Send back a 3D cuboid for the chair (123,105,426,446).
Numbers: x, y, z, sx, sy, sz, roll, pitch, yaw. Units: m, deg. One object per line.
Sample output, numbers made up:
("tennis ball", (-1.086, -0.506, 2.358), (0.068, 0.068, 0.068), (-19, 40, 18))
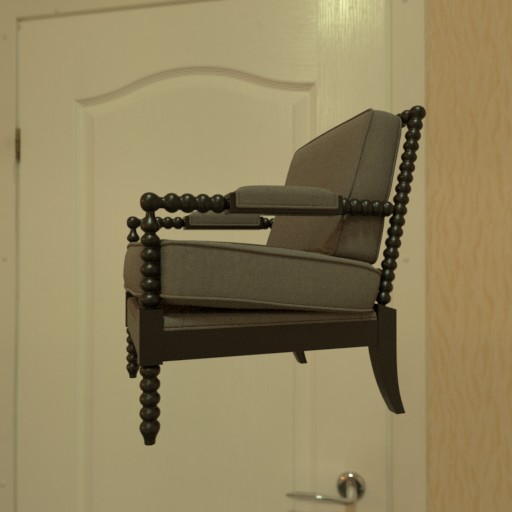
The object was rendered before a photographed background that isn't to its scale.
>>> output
("chair", (0.000, 0.000, 1.087), (0.622, 0.661, 0.540), (0, 0, -19))
